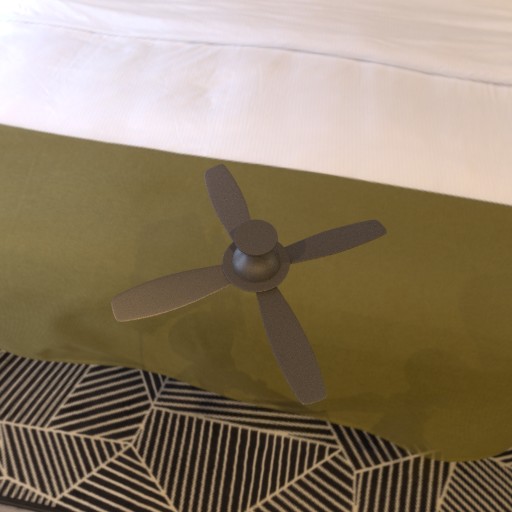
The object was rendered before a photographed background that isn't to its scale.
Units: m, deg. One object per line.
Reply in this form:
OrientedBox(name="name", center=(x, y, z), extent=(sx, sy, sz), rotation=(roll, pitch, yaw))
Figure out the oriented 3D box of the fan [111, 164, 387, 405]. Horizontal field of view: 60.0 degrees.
OrientedBox(name="fan", center=(0.000, 0.000, 2.533), extent=(1.694, 0.382, 1.694), rotation=(-17, 59, -11))
